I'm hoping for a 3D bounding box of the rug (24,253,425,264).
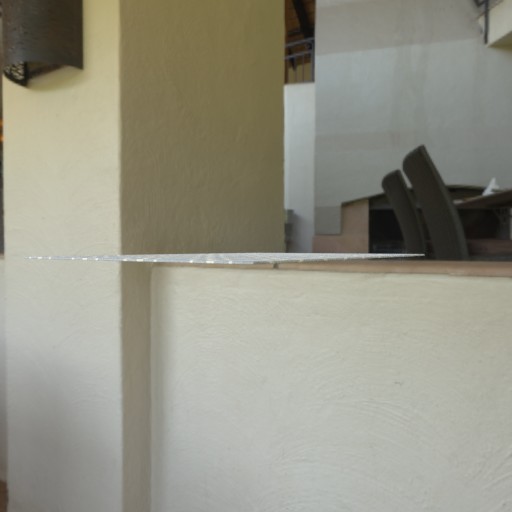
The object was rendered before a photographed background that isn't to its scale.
[{"bbox_3d":[0.000,0.000,2.697,1.451,0.010,2.080,1,1,35],"label":"rug"}]
